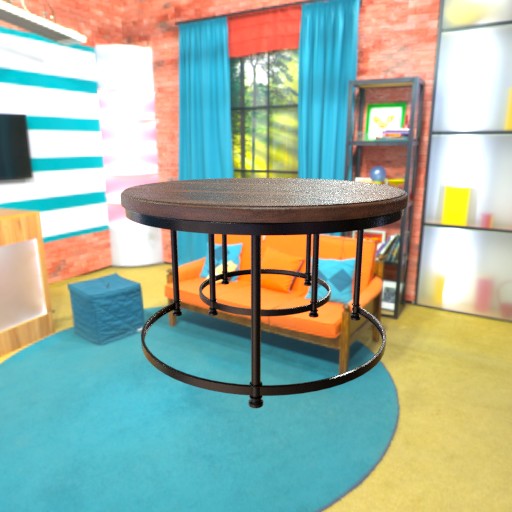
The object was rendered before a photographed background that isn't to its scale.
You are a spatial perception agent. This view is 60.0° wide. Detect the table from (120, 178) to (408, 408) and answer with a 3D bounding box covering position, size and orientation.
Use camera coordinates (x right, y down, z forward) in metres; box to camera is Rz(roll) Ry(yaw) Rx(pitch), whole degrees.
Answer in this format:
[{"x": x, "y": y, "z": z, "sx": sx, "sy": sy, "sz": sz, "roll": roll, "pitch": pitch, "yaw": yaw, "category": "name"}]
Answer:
[{"x": 0.000, "y": 0.000, "z": 1.601, "sx": 0.870, "sy": 0.516, "sz": 1.152, "roll": -2, "pitch": 14, "yaw": -10, "category": "table"}]
